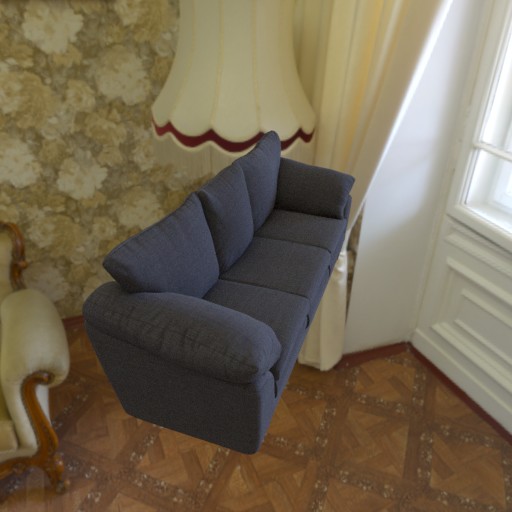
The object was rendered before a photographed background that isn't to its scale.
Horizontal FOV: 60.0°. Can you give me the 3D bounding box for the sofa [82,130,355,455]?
[{"bbox_3d":[0.000,0.000,2.857,0.883,1.080,2.336,11,32,17],"label":"sofa"}]
